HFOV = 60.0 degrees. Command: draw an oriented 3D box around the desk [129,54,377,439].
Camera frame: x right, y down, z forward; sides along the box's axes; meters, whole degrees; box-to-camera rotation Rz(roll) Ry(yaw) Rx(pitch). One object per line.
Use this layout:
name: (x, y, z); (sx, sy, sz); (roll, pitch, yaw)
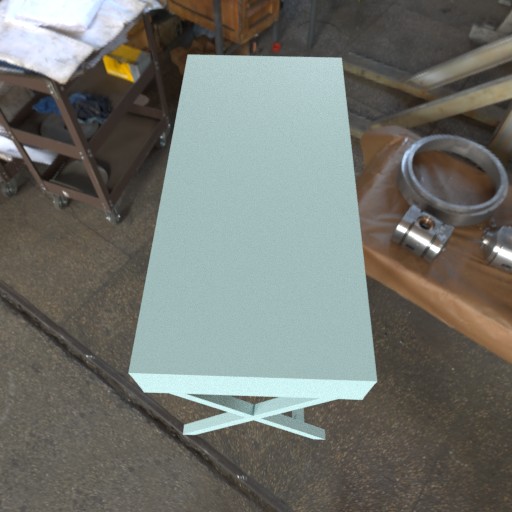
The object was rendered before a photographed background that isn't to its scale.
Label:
desk: (0.000, 0.000, 1.506); (0.525, 0.780, 1.057); (2, 58, 1)
